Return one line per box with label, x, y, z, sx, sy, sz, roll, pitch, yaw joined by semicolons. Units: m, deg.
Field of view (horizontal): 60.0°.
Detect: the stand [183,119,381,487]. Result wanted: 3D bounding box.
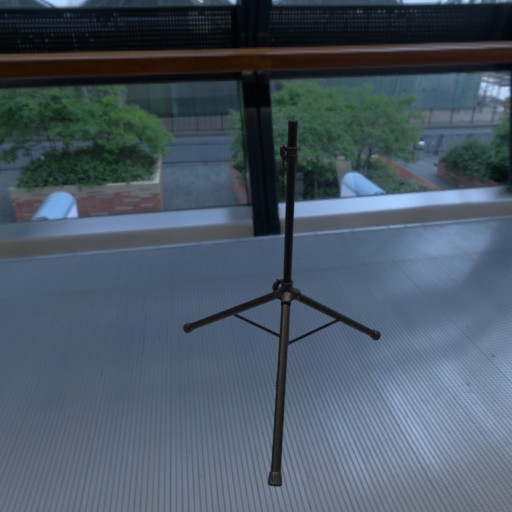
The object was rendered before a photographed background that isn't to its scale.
stand;0.000;0.000;1.869;0.907;1.136;1.045;17;31;31
